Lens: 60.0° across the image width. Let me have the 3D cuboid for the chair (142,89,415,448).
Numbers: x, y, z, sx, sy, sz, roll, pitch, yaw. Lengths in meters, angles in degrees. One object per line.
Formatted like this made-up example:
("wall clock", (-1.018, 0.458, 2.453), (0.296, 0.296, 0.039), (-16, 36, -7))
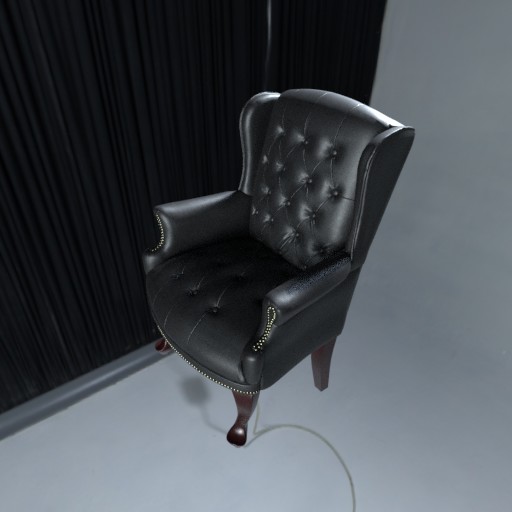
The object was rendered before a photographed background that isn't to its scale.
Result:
("chair", (0.000, 0.000, 1.720), (0.822, 1.133, 0.831), (-22, 38, -30))
